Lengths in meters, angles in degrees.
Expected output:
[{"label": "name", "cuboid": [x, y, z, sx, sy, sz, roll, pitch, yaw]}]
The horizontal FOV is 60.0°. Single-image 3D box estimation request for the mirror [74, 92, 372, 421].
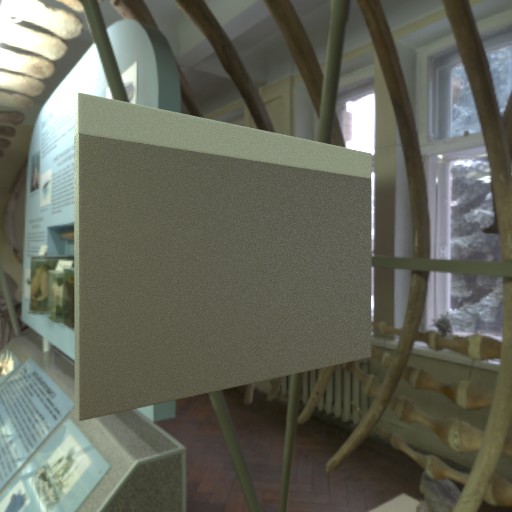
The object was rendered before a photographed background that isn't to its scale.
[{"label": "mirror", "cuboid": [0.000, 0.000, 1.120, 0.870, 0.630, 0.030, 0, 1, -37]}]
